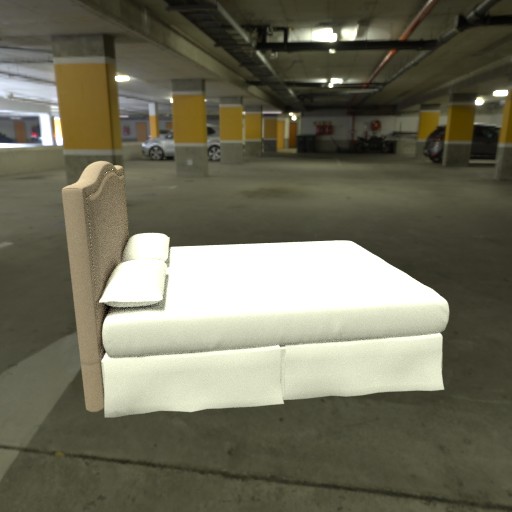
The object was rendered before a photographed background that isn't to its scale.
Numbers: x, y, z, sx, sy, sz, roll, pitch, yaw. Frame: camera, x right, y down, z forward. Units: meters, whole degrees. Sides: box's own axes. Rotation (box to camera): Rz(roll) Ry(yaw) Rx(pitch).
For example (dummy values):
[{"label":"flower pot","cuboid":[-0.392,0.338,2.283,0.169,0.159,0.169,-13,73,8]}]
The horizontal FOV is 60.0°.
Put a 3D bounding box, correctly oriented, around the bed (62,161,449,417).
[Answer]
[{"label":"bed","cuboid":[0.000,0.000,3.395,2.282,1.436,1.821,-2,15,-9]}]
